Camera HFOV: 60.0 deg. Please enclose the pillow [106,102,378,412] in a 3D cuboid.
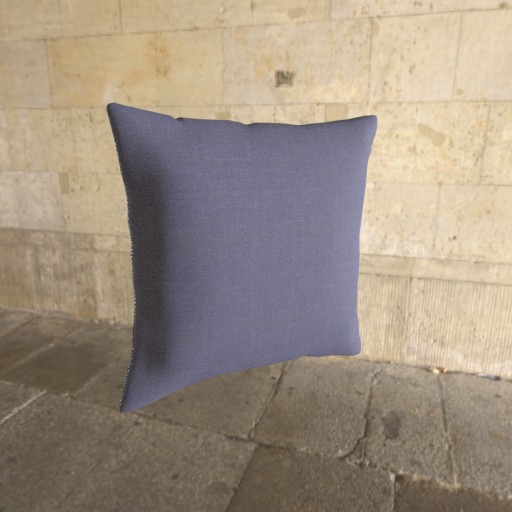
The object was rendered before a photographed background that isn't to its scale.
[{"bbox_3d":[0.000,0.000,0.674,0.436,0.430,0.138,-7,17,-26],"label":"pillow"}]
